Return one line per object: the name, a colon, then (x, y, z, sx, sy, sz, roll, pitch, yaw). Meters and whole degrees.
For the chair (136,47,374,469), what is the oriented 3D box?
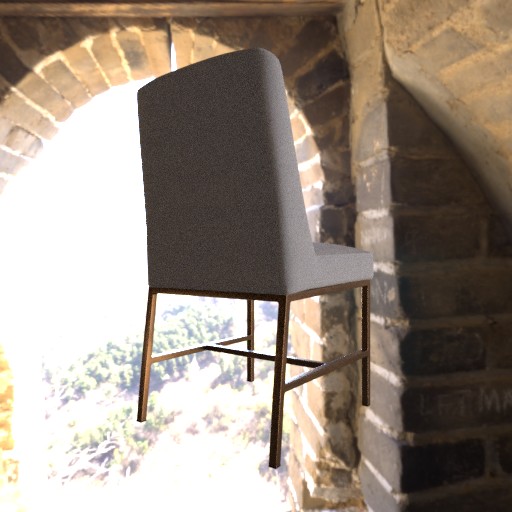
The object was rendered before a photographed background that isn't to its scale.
chair: (0.000, 0.000, 1.308, 0.503, 0.933, 0.597, 0, 0, 37)
